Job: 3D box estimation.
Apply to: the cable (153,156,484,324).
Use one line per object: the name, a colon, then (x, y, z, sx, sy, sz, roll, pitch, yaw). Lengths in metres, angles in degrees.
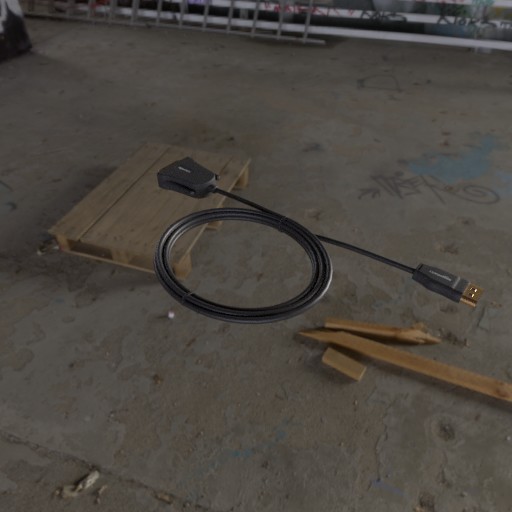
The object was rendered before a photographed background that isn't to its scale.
cable: (0.000, 0.000, 0.321, 0.281, 0.015, 0.136, 27, 48, 28)
